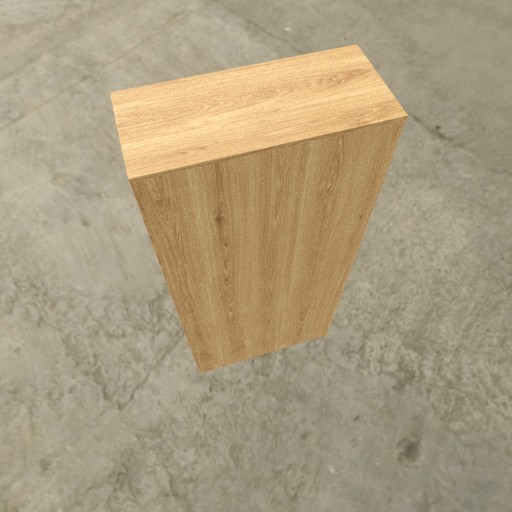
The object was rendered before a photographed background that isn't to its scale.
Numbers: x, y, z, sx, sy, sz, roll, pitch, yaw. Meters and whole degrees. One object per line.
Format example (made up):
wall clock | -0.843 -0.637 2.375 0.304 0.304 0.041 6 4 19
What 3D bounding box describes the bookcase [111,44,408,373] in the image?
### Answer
bookcase | 0.000 0.000 2.395 0.950 2.020 0.420 -15 60 -9
